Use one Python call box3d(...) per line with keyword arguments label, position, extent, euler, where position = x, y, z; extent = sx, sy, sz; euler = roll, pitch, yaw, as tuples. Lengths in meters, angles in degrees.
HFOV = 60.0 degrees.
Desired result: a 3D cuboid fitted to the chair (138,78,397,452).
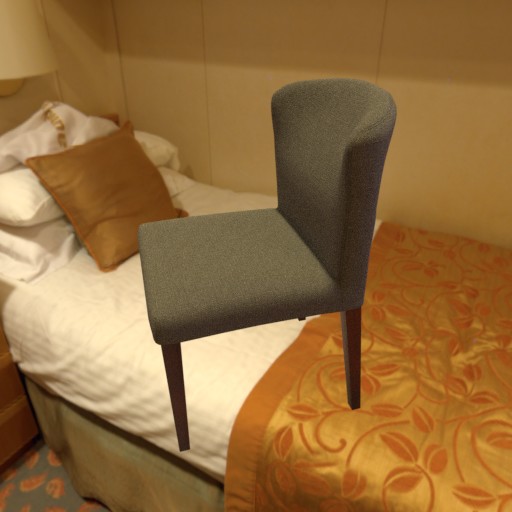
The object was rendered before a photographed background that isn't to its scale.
box3d(label="chair", position=(0.000, 0.000, 1.171), extent=(0.589, 0.839, 0.491), euler=(-8, 32, -14))
